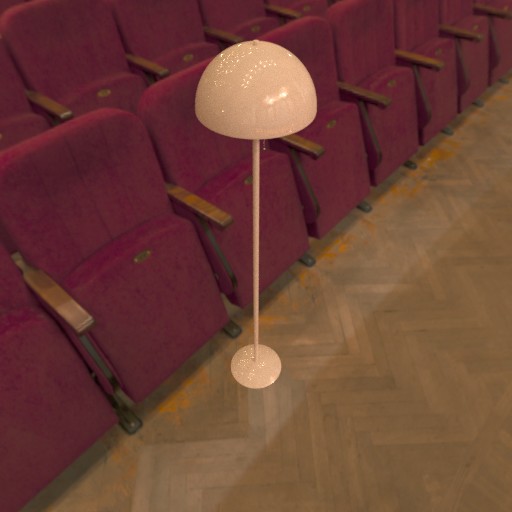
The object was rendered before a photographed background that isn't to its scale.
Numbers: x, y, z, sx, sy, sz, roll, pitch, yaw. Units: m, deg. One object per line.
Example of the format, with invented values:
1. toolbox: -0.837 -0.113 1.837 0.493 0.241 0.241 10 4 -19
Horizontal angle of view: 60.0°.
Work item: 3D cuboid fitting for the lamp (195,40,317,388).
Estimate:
1. lamp: 0.000 0.000 1.602 0.328 1.480 0.328 32 53 28
